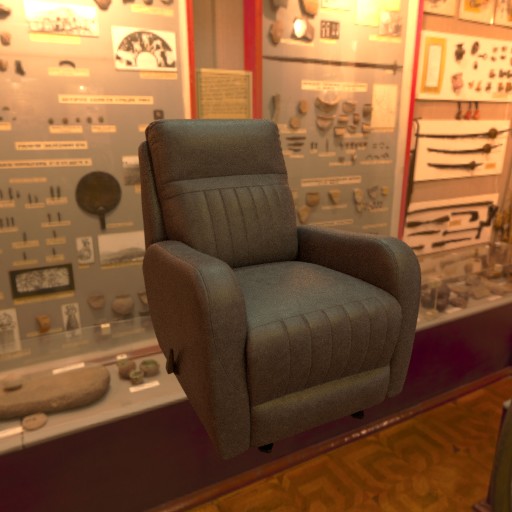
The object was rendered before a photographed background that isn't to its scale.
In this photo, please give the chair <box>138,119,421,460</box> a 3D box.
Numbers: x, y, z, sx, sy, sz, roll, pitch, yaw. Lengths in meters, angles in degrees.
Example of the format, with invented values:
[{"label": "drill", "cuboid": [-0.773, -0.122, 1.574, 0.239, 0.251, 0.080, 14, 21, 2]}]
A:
[{"label": "chair", "cuboid": [0.000, 0.000, 1.777, 0.865, 1.067, 1.067, -8, 18, -26]}]
